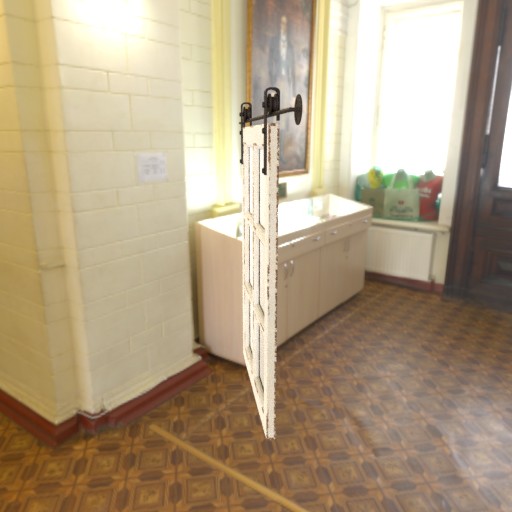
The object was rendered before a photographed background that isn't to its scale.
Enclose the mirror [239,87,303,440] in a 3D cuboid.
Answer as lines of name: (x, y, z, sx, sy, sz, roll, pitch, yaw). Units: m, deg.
mirror: (0.000, 0.000, 1.240, 0.037, 0.844, 0.808, -2, 15, -9)
